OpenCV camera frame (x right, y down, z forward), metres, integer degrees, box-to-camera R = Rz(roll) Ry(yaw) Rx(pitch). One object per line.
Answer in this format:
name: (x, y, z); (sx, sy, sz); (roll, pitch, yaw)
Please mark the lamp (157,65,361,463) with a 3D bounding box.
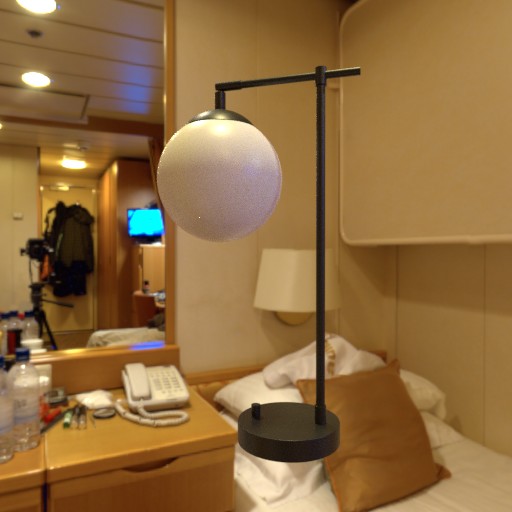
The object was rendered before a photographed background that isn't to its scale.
lamp: (0.000, 0.000, 0.690); (0.316, 0.559, 0.197); (0, 1, 17)
